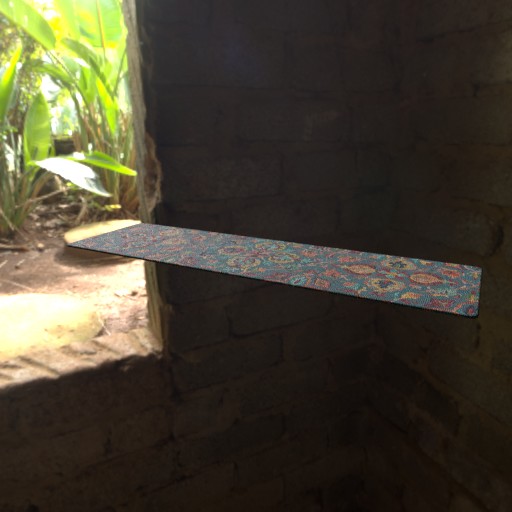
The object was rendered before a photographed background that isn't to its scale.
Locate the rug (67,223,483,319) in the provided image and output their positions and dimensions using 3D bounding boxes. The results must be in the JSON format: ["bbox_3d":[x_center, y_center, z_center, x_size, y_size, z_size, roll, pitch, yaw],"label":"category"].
[{"bbox_3d":[0.000,0.000,2.503,2.286,0.013,0.686,9,19,26],"label":"rug"}]
